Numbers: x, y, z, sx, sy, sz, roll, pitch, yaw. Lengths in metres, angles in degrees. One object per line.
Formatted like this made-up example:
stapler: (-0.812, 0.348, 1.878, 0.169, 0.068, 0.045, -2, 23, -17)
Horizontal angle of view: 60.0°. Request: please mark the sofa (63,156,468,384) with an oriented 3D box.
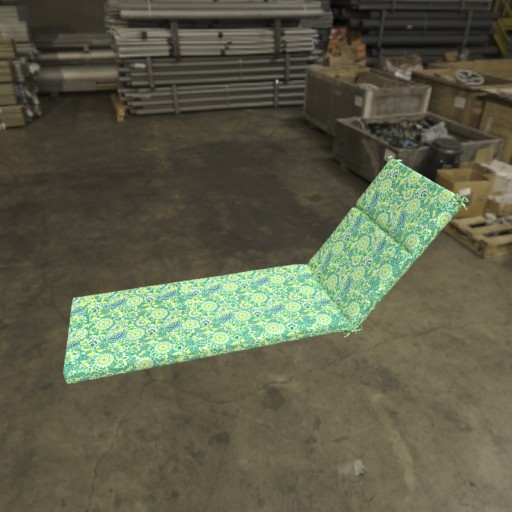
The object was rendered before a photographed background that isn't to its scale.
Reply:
sofa: (0.000, 0.000, 1.952, 1.663, 0.622, 0.582, -8, 31, -14)
